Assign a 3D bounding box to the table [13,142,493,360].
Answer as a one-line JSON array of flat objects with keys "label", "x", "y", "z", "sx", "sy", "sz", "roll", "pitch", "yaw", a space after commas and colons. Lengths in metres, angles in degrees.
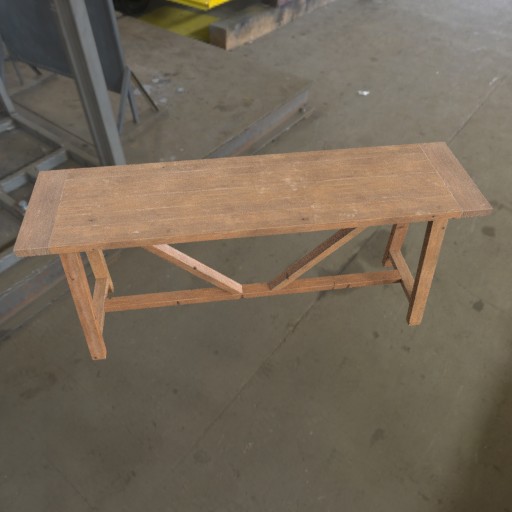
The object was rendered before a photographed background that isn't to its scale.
[{"label": "table", "x": 0.000, "y": 0.000, "z": 2.105, "sx": 1.800, "sy": 0.810, "sz": 0.465, "roll": -5, "pitch": 48, "yaw": -5}]
